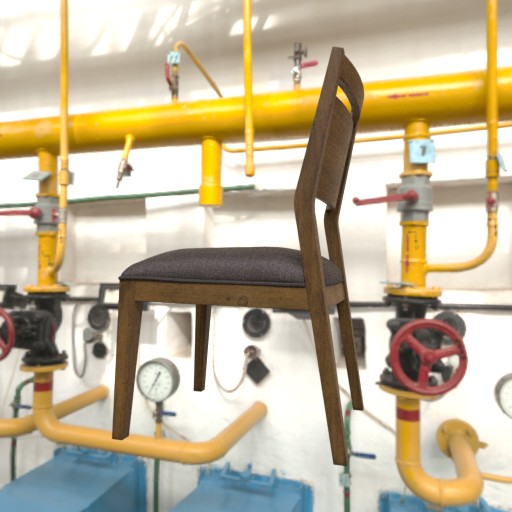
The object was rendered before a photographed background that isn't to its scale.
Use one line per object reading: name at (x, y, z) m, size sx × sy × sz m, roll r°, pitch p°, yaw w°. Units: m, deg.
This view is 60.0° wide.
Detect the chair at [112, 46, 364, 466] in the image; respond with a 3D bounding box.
chair at (0.000, 0.000, 1.277) m, size 0.610 × 0.939 × 0.501 m, roll 0°, pitch -2°, yaw 18°
